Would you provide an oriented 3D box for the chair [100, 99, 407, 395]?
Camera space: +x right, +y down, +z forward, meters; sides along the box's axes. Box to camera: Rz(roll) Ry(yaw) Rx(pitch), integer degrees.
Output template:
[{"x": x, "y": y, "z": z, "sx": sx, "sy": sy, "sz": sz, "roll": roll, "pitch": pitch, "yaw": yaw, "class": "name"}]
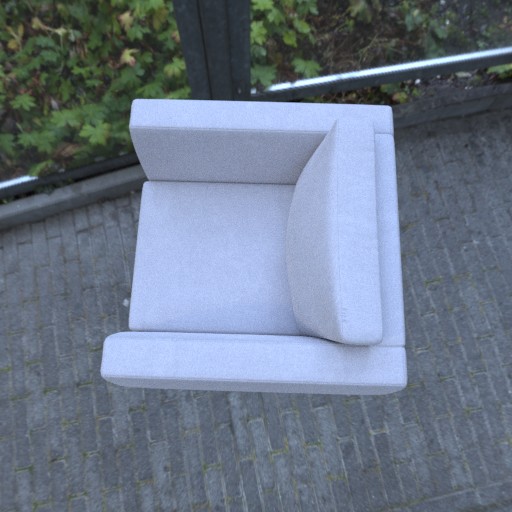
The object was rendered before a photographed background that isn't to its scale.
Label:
[{"x": 0.000, "y": 0.000, "z": 1.702, "sx": 0.930, "sy": 0.860, "sz": 1.000, "roll": 2, "pitch": 75, "yaw": 0, "class": "chair"}]
